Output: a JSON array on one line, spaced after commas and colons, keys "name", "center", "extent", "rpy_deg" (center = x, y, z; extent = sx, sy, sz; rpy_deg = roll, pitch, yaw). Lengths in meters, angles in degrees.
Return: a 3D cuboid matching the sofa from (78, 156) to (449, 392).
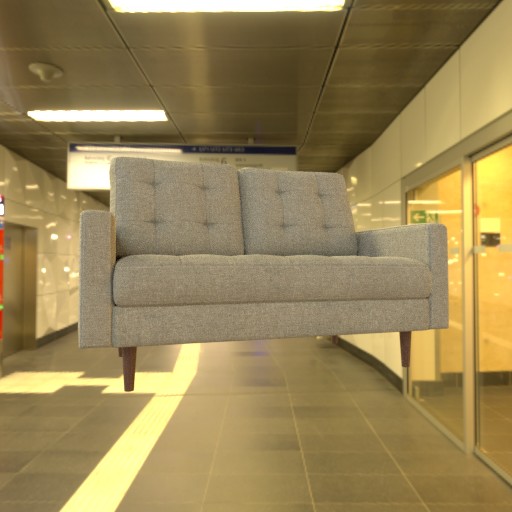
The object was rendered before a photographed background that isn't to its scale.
[{"name": "sofa", "center": [0.000, 0.000, 1.938], "extent": [1.407, 0.907, 0.842], "rpy_deg": [1, -2, -19]}]
